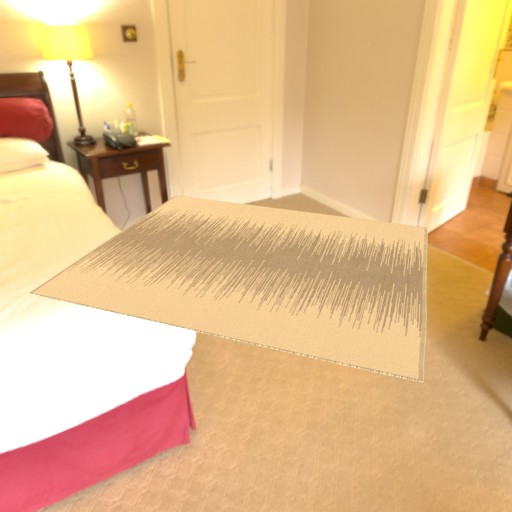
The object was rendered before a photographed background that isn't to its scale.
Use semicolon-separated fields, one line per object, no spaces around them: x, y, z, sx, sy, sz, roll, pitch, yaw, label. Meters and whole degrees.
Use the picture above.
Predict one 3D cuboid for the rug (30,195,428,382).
0.000;0.000;4.156;3.037;0.010;2.453;9;29;17;rug
